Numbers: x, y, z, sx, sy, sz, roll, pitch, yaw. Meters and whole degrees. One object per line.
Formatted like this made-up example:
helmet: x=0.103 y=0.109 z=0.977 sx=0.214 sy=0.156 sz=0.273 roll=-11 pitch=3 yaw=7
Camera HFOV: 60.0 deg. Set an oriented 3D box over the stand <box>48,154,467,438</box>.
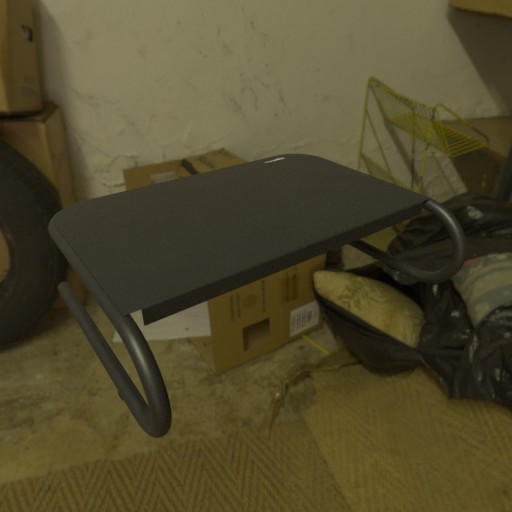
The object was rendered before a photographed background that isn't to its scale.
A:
stand: x=0.000 y=0.000 z=0.488 sx=0.370 sy=0.108 sz=0.280 roll=-20 pitch=36 yaw=-30
